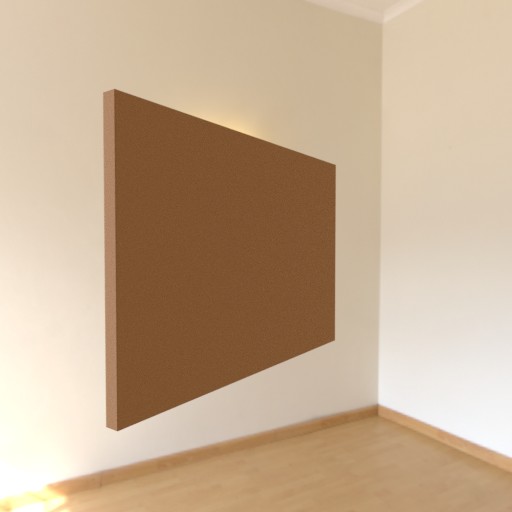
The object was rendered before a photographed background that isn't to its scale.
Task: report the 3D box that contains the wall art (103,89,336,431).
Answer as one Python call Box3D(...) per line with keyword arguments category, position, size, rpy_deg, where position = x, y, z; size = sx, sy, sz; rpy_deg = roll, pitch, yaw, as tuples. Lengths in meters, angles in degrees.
Box3D(category="wall art", position=(0.000, 0.000, 1.171), size=(0.033, 0.608, 0.915), rpy_deg=(1, 2, 35))
